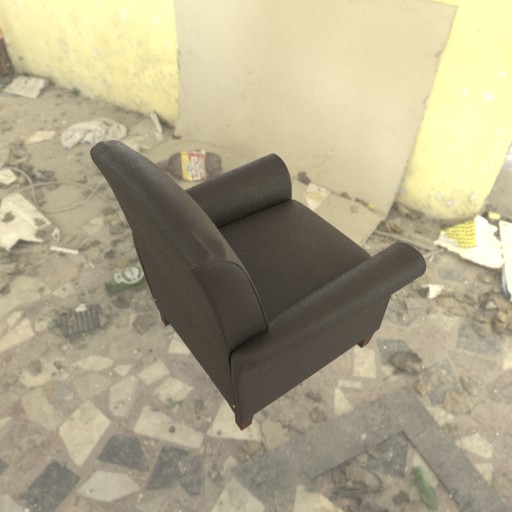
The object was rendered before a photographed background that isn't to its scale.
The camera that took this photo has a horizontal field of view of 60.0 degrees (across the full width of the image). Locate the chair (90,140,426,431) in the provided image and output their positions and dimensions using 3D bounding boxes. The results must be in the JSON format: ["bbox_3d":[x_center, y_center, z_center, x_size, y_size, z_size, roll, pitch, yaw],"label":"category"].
[{"bbox_3d":[0.000,0.000,1.806,0.902,1.061,0.978,-26,49,-25],"label":"chair"}]
